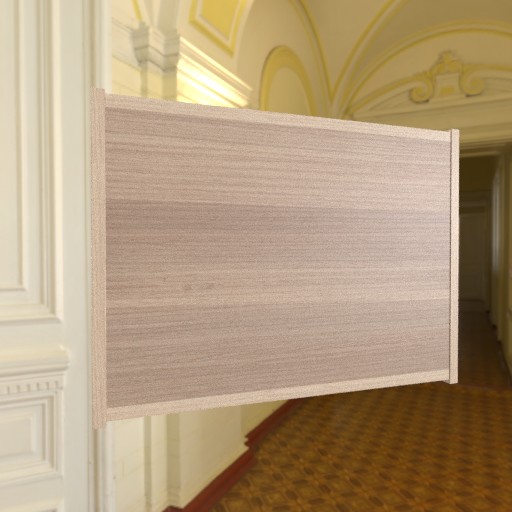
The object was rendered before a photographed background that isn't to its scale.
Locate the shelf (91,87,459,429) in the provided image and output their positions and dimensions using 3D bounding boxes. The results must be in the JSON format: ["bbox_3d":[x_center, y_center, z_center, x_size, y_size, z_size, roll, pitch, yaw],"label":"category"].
[{"bbox_3d":[0.000,0.000,0.601,0.415,0.305,0.290,0,1,-20],"label":"shelf"}]
